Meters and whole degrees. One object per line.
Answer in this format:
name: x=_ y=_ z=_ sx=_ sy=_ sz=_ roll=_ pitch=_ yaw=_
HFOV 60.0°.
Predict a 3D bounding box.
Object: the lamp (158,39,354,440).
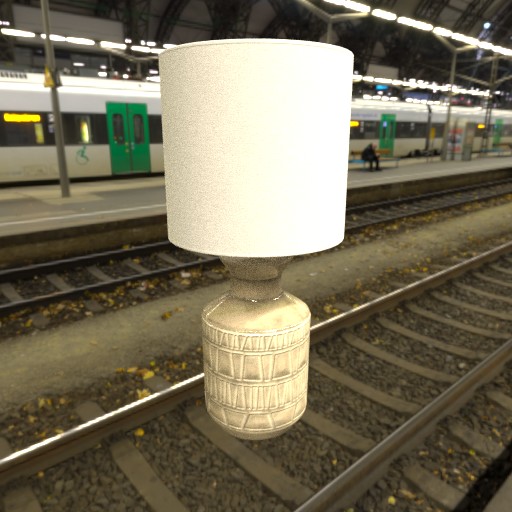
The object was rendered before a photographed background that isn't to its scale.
lamp: x=0.000 y=0.000 z=0.551 sx=0.211 sy=0.455 sz=0.211 roll=8 pitch=17 yaw=26
